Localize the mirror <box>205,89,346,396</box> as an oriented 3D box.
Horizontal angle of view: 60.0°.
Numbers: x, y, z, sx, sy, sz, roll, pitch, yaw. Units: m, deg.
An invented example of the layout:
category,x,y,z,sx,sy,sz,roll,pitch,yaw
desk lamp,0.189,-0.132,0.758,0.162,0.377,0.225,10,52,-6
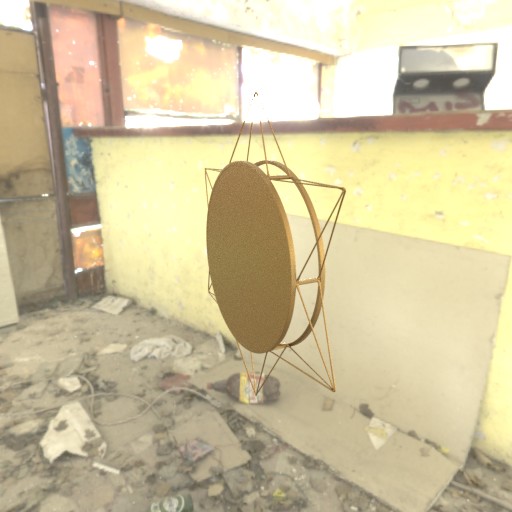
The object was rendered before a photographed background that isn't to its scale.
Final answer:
category,x,y,z,sx,sy,sz,roll,pitch,yaw
mirror,0.000,0.000,0.818,0.062,0.581,0.498,-7,16,-26
